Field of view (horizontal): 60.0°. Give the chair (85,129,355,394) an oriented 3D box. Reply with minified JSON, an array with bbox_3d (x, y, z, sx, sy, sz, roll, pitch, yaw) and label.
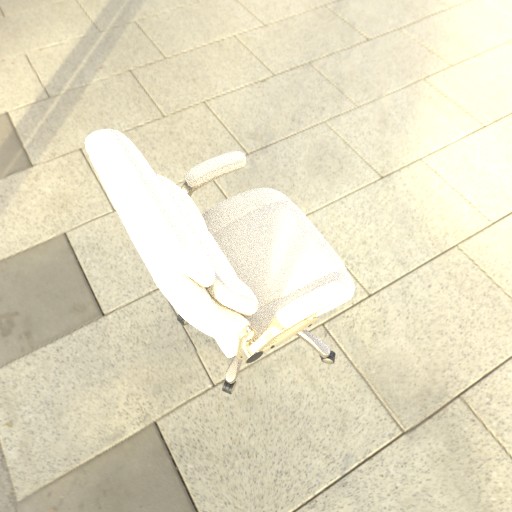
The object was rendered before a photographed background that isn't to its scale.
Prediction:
[{"bbox_3d":[0.000,0.000,1.612,0.794,1.110,0.740,-29,62,-17],"label":"chair"}]
